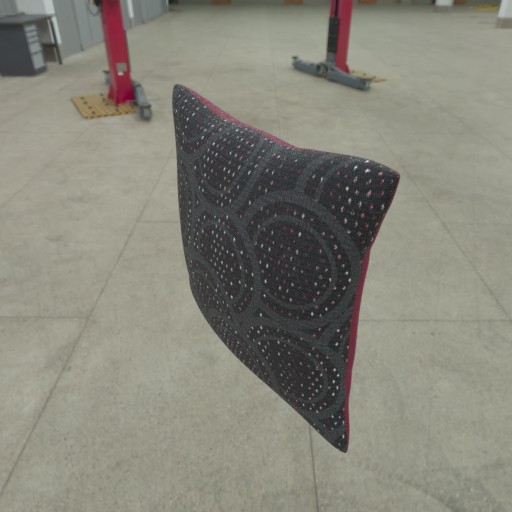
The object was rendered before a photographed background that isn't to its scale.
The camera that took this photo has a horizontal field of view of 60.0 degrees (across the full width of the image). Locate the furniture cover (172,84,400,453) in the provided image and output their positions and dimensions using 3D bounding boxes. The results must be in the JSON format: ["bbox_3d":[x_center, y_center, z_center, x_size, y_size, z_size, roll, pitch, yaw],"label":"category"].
[{"bbox_3d":[0.000,0.000,0.808,0.193,0.509,0.552,-20,38,-28],"label":"furniture cover"}]
